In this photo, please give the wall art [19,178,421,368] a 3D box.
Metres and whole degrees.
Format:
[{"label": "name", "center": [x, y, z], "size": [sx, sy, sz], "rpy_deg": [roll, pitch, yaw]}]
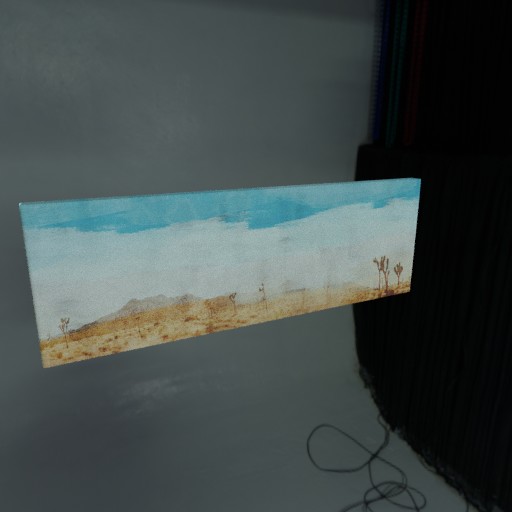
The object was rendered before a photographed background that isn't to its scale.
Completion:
[{"label": "wall art", "center": [0.000, 0.000, 0.829], "size": [0.759, 0.254, 0.044], "rpy_deg": [-8, 18, -25]}]
